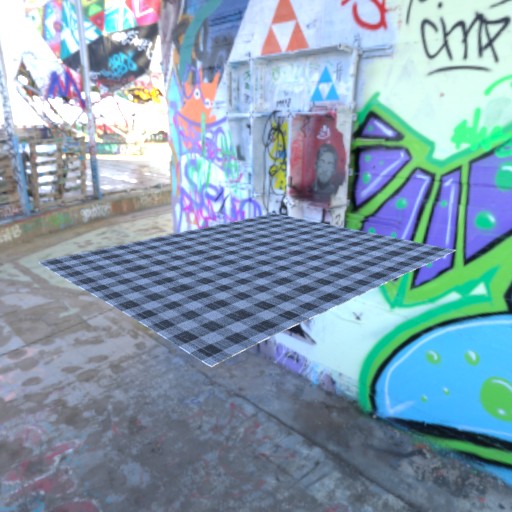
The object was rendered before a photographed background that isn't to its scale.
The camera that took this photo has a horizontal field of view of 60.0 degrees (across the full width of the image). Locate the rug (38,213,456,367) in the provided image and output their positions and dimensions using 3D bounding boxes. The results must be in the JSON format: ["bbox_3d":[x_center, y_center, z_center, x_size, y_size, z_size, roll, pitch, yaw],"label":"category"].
[{"bbox_3d":[0.000,0.000,4.093,3.021,0.013,2.432,-16,23,-42],"label":"rug"}]
